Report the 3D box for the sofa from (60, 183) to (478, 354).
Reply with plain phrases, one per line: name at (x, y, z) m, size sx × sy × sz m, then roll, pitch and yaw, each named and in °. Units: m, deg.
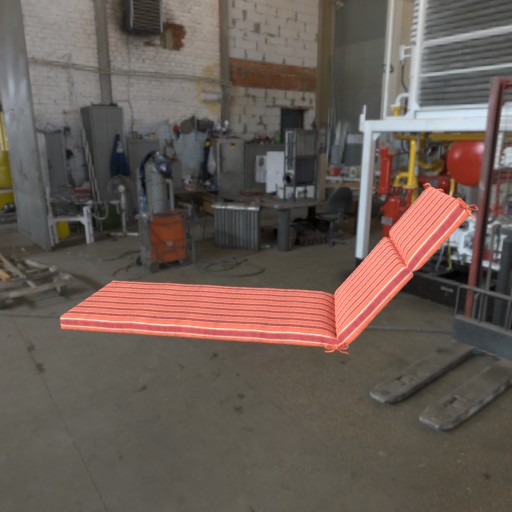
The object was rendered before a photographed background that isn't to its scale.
sofa at (0.000, 0.000, 1.984) m, size 1.663 × 0.622 × 0.582 m, roll 2°, pitch 15°, yaw 8°
